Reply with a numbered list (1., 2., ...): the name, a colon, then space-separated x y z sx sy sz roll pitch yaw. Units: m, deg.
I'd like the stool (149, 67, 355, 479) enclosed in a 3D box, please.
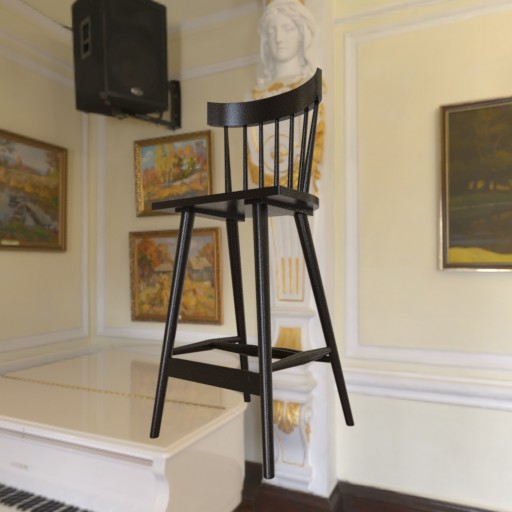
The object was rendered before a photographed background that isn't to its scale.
1. stool: 0.000 0.000 1.402 0.482 1.092 0.483 -1 -2 37
